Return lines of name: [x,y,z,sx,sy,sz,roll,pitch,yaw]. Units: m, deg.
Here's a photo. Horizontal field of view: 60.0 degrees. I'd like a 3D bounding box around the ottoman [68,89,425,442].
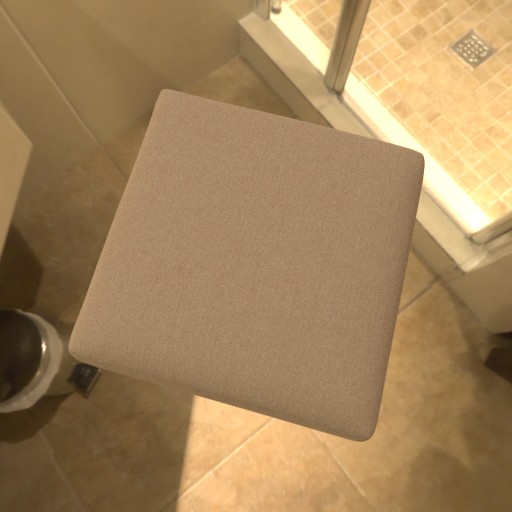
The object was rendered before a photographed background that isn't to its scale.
ottoman: [0.000,0.000,1.626,1.041,0.470,1.041,15,76,4]
